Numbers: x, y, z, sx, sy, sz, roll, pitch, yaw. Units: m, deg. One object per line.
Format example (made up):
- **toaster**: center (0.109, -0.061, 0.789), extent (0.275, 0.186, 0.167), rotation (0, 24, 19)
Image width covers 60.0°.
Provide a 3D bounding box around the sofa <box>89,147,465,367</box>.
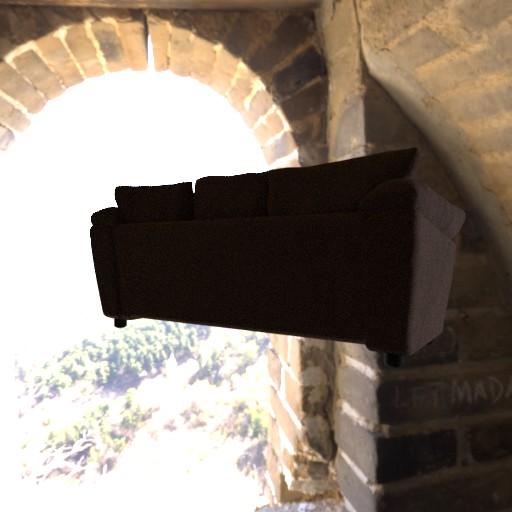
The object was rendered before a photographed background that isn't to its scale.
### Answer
- **sofa**: center (0.000, 0.000, 2.828), extent (2.336, 1.015, 0.878), rotation (0, 0, 34)
